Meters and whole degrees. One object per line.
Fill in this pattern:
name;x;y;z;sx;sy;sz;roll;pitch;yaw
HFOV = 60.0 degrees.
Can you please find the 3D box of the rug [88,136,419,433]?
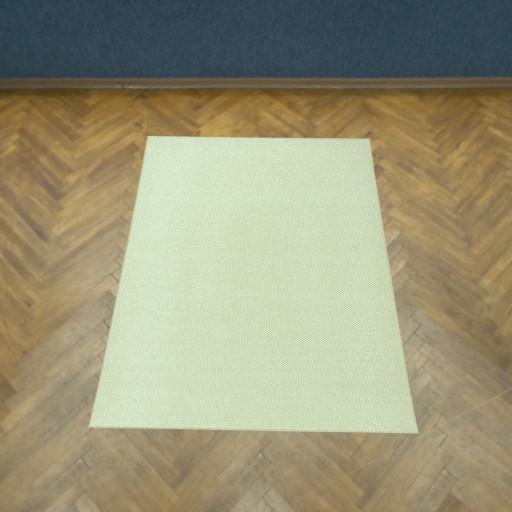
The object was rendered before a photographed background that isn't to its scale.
rug;0.000;0.000;4.083;2.462;0.018;3.039;1;59;0
